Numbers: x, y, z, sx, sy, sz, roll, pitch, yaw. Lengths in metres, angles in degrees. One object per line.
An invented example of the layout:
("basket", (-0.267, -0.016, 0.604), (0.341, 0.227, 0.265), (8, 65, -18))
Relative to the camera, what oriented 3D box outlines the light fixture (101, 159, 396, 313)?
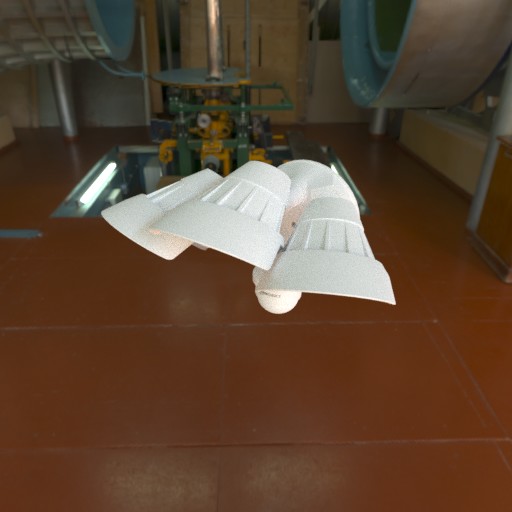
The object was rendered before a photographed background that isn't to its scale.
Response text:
("light fixture", (0.000, 0.000, 0.547), (0.369, 0.237, 0.278), (18, 34, 28))
